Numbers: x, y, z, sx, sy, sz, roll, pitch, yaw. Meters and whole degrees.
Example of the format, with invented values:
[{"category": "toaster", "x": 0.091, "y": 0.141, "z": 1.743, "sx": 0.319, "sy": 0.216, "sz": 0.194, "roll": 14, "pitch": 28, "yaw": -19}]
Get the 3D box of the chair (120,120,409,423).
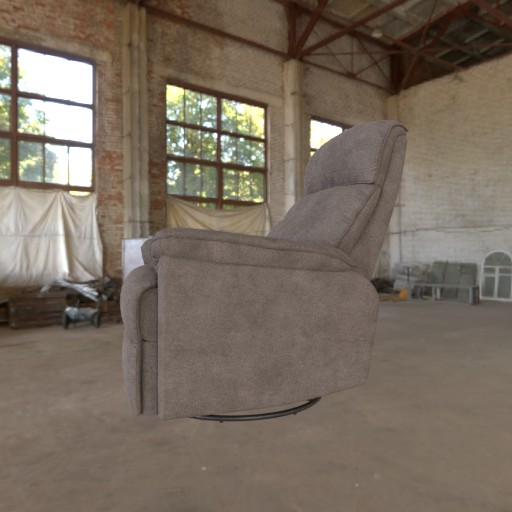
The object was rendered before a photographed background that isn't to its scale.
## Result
[{"category": "chair", "x": 0.000, "y": 0.000, "z": 1.721, "sx": 1.009, "sy": 1.036, "sz": 0.830, "roll": 0, "pitch": 0, "yaw": -17}]
